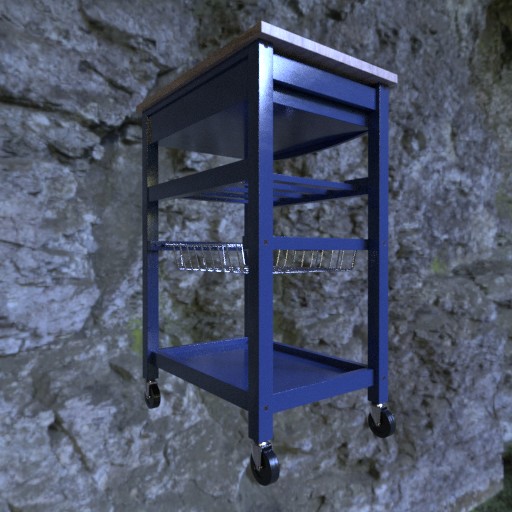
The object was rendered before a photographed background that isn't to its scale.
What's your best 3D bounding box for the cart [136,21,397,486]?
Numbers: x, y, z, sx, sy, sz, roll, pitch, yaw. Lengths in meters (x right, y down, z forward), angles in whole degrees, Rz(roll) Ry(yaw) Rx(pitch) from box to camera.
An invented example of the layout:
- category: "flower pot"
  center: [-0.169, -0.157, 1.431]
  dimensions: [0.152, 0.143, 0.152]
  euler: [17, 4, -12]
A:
- category: "cart"
  center: [0.000, 0.000, 1.134]
  dimensions: [0.403, 0.839, 0.584]
  euler: [0, 1, -37]
